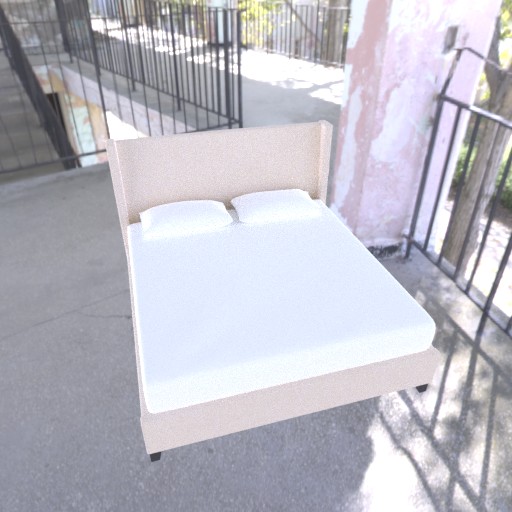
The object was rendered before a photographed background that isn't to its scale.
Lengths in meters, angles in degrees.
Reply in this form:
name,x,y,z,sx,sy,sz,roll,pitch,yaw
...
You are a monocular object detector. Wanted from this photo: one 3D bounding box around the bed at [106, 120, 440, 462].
name,x,y,z,sx,sy,sz,roll,pitch,yaw
bed,0.000,0.000,3.707,2.145,1.471,2.293,-9,34,-14
